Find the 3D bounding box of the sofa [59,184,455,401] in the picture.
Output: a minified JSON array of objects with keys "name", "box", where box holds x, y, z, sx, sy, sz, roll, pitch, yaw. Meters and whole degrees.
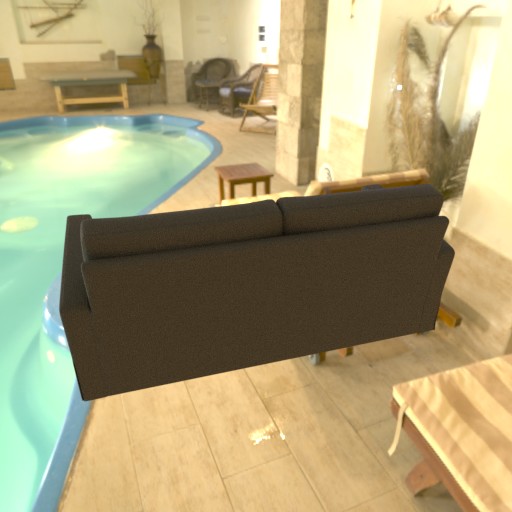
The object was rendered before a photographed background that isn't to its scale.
[{"name":"sofa","box":[0.000,0.000,2.340,1.852,0.839,0.898,-8,28,-15]}]
